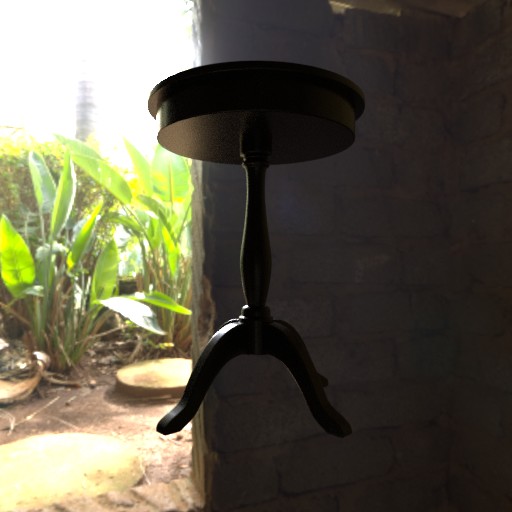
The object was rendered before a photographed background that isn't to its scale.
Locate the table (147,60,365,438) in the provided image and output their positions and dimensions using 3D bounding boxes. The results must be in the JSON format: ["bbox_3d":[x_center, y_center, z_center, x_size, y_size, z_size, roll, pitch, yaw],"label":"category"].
[{"bbox_3d":[0.000,0.000,0.991,0.481,0.665,0.481,0,-1,0],"label":"table"}]
